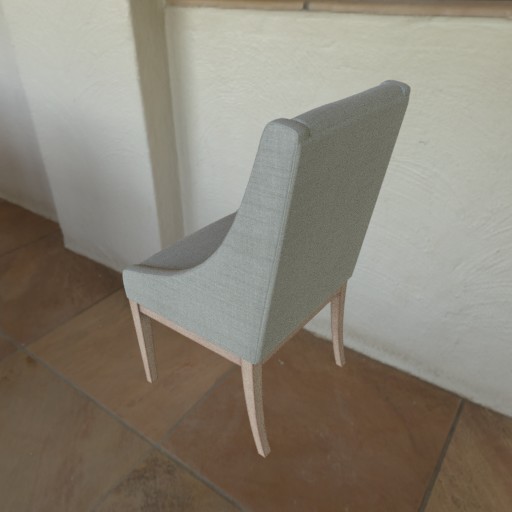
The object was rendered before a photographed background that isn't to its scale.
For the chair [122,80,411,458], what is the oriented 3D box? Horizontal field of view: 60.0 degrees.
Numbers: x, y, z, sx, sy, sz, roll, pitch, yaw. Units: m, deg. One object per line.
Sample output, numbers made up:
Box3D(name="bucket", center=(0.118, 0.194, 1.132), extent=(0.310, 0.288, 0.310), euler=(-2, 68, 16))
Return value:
Box3D(name="chair", center=(0.000, 0.000, 1.375), extent=(0.611, 1.021, 0.575), euler=(23, 38, 32))
